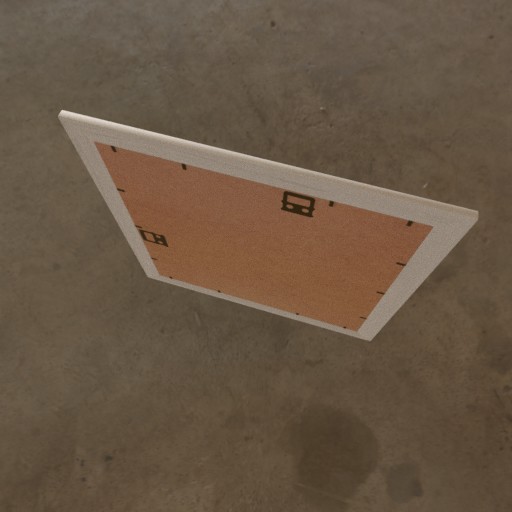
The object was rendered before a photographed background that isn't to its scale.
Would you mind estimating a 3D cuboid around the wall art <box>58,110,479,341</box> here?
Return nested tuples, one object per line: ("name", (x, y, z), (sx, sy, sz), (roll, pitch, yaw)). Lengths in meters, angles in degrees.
("wall art", (0.000, 0.000, 0.855), (0.584, 0.584, 0.013), (15, 65, 7))
